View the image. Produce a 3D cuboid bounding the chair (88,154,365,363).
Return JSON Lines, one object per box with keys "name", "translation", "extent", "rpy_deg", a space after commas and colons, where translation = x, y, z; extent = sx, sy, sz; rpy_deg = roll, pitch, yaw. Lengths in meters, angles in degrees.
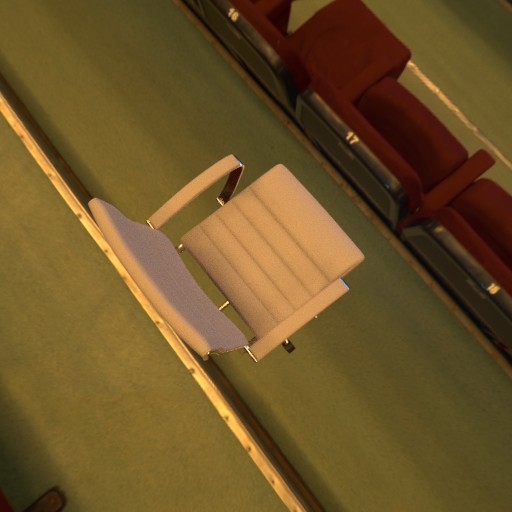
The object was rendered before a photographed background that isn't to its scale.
{"name": "chair", "translation": [0.000, 0.000, 1.549], "extent": [0.667, 1.149, 0.679], "rpy_deg": [-38, 79, -9]}
